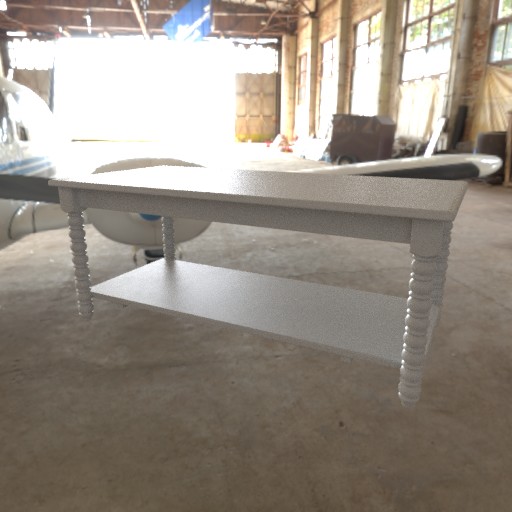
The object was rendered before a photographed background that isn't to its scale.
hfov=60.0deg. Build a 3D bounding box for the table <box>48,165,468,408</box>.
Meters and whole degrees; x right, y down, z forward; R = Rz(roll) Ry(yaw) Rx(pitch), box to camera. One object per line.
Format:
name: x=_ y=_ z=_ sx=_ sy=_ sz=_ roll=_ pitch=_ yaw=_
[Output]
table: x=0.000 y=0.000 z=1.437 sx=1.171 sy=0.487 sz=0.580 roll=8 pitch=18 yaw=26
